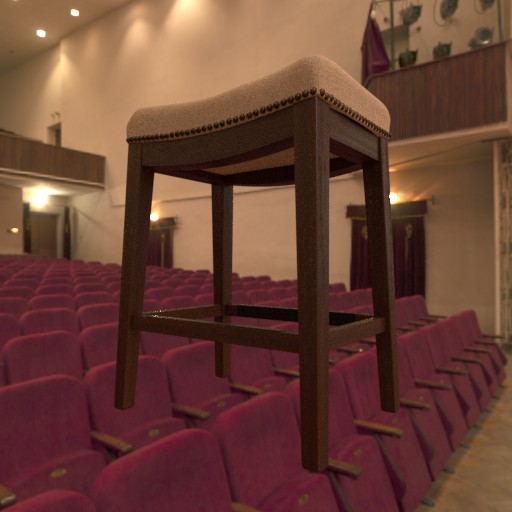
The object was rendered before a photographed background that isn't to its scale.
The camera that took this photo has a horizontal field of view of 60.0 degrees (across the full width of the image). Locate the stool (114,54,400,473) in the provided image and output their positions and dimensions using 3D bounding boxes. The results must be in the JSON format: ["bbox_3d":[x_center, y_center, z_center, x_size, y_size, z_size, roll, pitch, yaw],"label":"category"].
[{"bbox_3d":[0.000,0.000,0.970,0.509,0.669,0.363,-1,-1,37],"label":"stool"}]
